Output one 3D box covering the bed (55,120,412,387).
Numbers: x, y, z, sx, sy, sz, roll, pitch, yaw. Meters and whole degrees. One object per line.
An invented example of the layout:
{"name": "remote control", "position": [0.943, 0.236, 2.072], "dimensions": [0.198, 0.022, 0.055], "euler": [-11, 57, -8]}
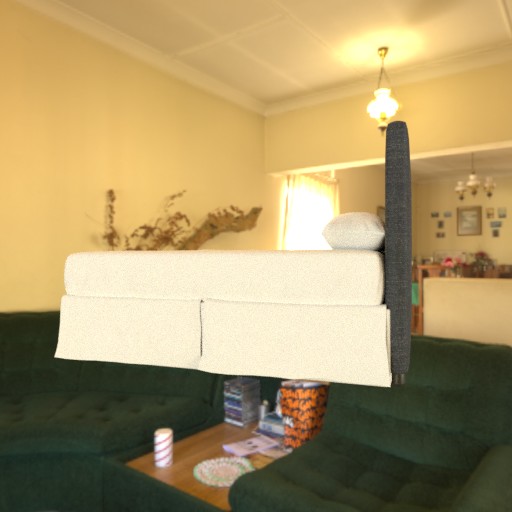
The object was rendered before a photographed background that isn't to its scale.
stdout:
{"name": "bed", "position": [0.000, 0.000, 3.231], "dimensions": [2.142, 1.330, 1.723], "euler": [0, 0, 20]}
